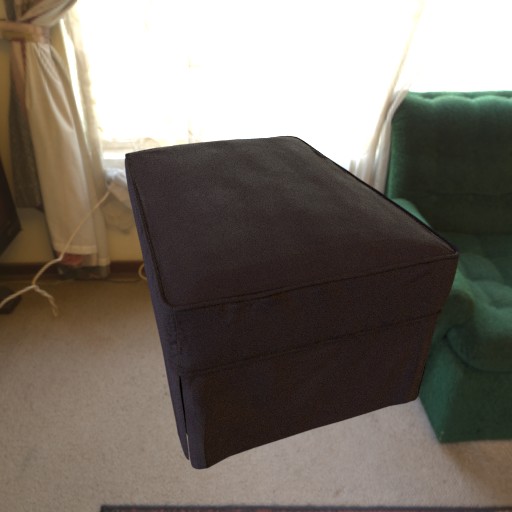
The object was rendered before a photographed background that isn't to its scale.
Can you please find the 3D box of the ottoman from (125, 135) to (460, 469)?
[{"bbox_3d":[0.000,0.000,1.287,0.637,0.503,0.938,-10,33,-16],"label":"ottoman"}]
